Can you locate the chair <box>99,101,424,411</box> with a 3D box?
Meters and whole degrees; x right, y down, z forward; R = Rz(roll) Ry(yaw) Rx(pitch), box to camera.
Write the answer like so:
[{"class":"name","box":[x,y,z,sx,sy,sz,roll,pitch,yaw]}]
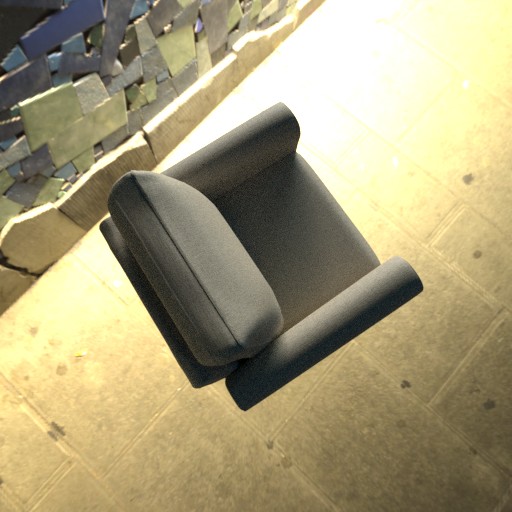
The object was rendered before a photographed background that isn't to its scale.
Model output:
[{"class":"chair","box":[0.000,0.000,2.383,1.180,1.349,1.275,-32,77,-8]}]
